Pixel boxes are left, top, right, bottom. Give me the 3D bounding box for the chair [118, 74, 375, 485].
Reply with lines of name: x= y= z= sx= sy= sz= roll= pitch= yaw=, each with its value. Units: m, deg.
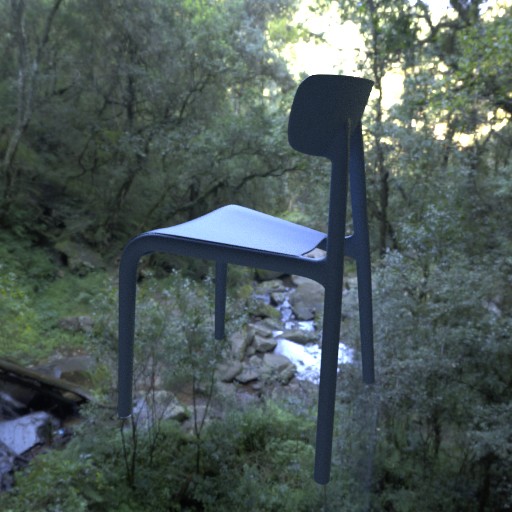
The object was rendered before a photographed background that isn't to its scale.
chair: x=0.000 y=0.000 z=0.796 sx=0.401 sy=0.580 sz=0.356 roll=9 pitch=19 yaw=26
